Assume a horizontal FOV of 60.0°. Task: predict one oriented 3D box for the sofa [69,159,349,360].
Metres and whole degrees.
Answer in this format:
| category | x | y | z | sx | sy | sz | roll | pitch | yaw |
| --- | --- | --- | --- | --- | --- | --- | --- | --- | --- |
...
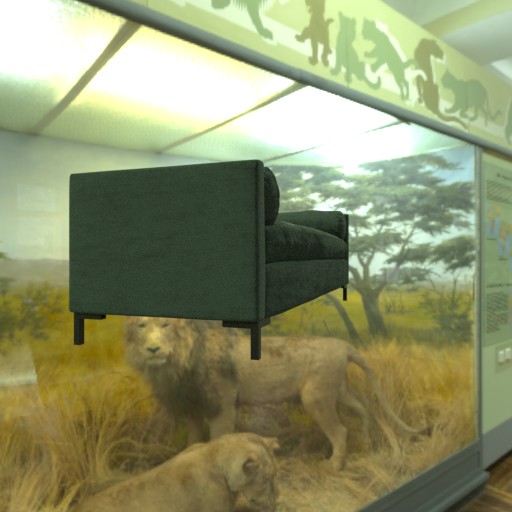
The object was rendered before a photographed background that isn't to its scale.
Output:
| category | x | y | z | sx | sy | sz | roll | pitch | yaw |
| --- | --- | --- | --- | --- | --- | --- | --- | --- | --- |
| sofa | 0.000 | 0.000 | 2.540 | 0.817 | 0.681 | 2.130 | 0 | 0 | 20 |
